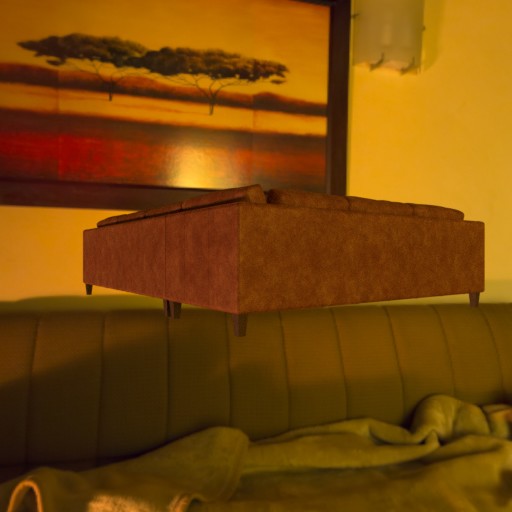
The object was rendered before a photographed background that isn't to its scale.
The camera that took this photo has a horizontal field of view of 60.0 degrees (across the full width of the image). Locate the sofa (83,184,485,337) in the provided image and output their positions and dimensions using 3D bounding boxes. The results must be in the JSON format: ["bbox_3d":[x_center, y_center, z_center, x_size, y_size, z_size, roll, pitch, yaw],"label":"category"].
[{"bbox_3d":[0.000,0.000,4.256,2.438,0.838,3.150,0,0,-35],"label":"sofa"}]
